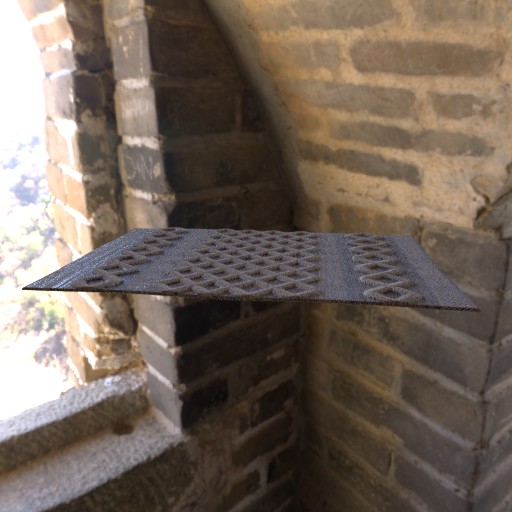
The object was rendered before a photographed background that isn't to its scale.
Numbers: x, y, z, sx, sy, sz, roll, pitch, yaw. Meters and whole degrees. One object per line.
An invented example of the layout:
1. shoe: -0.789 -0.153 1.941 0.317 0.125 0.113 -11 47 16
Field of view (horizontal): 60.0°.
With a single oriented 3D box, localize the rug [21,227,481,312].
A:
1. rug: 0.000 0.000 2.320 1.823 0.030 1.222 2 16 7
